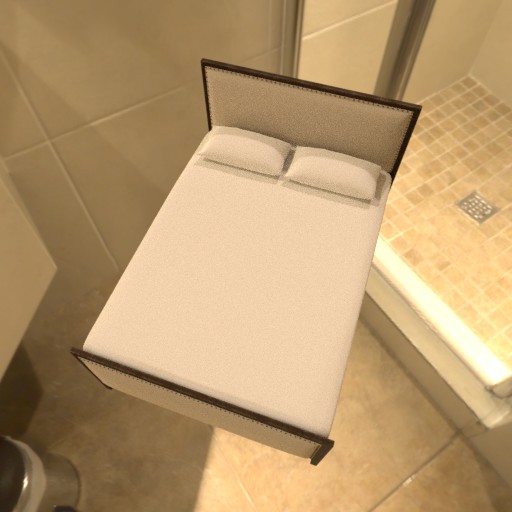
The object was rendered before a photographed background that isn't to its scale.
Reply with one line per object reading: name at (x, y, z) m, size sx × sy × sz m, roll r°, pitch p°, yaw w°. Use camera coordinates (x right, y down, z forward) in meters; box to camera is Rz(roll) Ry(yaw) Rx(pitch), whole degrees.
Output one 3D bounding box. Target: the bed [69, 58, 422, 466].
bed at (0.000, 0.000, 3.127) m, size 1.607 × 1.313 × 2.221 m, roll 16°, pitch 59°, yaw 10°
